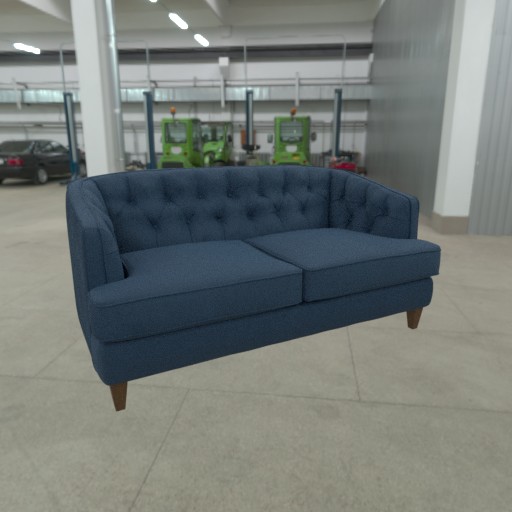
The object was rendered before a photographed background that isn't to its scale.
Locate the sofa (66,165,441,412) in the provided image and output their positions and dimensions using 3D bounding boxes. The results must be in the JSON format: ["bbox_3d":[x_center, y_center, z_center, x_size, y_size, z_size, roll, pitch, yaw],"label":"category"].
[{"bbox_3d":[0.000,0.000,2.271,1.733,0.854,0.941,-8,17,-27],"label":"sofa"}]
